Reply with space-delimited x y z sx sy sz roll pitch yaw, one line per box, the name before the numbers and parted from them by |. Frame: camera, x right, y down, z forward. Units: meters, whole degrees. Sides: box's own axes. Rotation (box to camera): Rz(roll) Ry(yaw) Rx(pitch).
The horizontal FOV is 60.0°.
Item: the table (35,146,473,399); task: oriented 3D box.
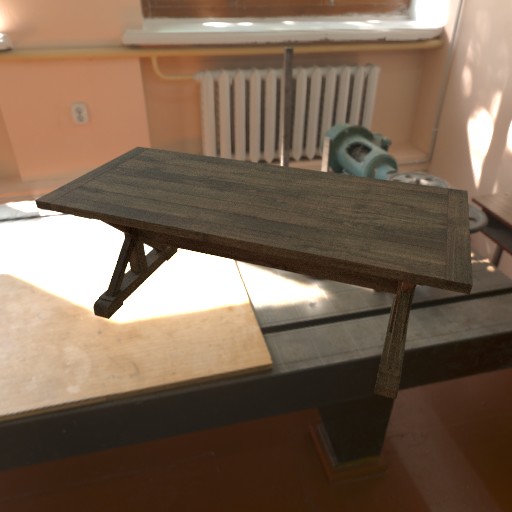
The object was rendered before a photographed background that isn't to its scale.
table | 0.000 0.000 2.469 2.031 0.733 0.907 11 34 18
